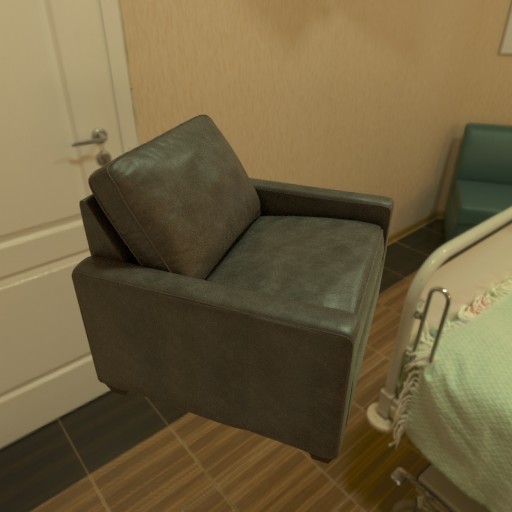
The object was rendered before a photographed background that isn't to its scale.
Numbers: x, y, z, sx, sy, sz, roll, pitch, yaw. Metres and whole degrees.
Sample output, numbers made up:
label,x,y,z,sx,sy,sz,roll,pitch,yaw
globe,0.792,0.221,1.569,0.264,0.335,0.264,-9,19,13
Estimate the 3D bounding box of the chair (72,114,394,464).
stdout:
label,x,y,z,sx,sy,sz,roll,pitch,yaw
chair,0.000,0.000,1.750,0.939,0.916,1.006,11,33,18
